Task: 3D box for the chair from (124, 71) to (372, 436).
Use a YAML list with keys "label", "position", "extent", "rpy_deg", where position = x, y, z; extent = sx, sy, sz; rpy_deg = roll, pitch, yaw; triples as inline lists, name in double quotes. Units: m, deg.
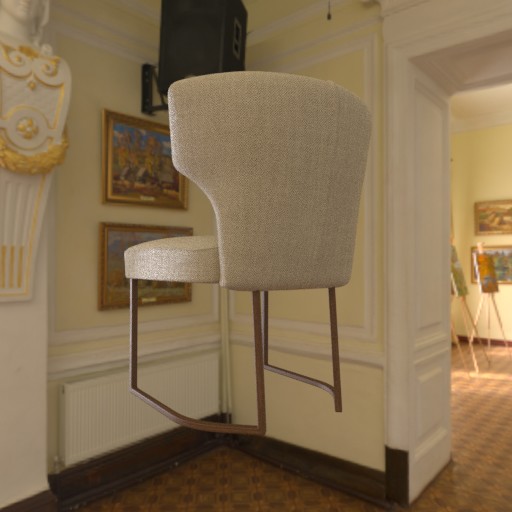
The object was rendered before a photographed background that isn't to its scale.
- label: "chair"
  position: [0.000, 0.000, 1.256]
  extent: [0.611, 0.824, 0.617]
  rpy_deg: [0, -1, -36]
